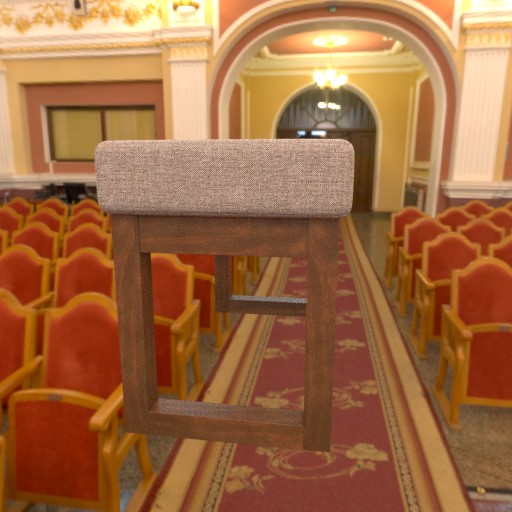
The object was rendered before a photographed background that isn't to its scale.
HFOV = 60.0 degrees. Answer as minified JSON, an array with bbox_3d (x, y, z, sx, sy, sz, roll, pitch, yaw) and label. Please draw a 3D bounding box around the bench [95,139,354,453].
[{"bbox_3d":[0.000,0.000,0.963,0.366,0.467,0.681,2,12,9],"label":"bench"}]
